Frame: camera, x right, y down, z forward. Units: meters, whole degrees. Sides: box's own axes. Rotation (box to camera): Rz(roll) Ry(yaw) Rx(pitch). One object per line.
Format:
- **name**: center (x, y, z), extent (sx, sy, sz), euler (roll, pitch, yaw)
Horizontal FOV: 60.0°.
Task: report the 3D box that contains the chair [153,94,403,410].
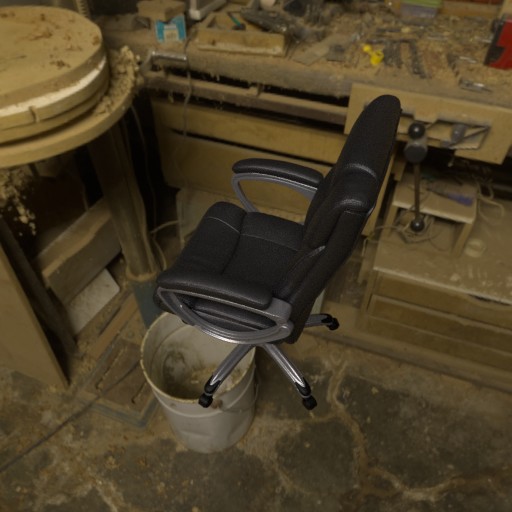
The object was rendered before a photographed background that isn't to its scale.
- **chair**: center (0.000, 0.000, 1.549), extent (0.719, 1.130, 0.721), euler (16, 49, 14)
